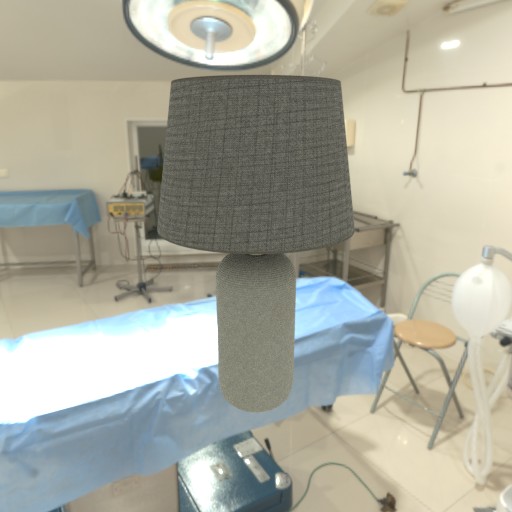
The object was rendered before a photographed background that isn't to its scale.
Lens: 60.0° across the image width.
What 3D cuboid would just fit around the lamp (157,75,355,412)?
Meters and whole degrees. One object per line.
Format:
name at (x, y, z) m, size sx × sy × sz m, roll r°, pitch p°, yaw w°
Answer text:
lamp at (0.000, 0.000, 0.588) m, size 0.251 × 0.429 × 0.251 m, roll 0°, pitch 17°, yaw 0°
